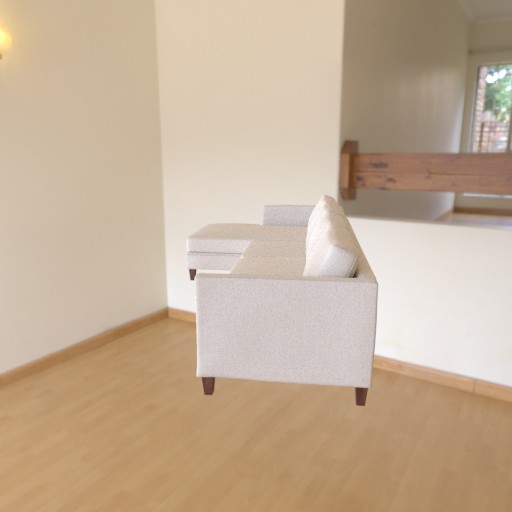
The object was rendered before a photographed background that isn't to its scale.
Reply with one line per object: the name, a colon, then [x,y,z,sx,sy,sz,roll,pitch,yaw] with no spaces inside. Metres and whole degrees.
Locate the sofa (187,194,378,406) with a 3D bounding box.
sofa: [0.000,0.000,3.833,1.625,0.846,3.186,2,13,7]
